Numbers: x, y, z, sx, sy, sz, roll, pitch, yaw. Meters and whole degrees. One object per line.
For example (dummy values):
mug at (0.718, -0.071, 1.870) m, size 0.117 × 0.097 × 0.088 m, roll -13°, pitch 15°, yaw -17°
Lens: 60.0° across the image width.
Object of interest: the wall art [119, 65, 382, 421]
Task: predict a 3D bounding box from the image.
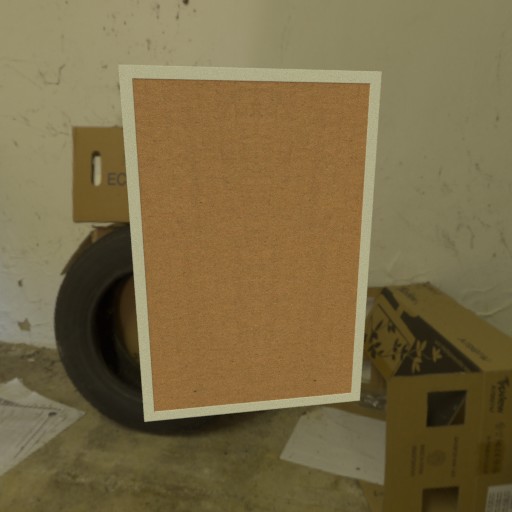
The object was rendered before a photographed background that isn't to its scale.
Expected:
wall art at (0.000, 0.000, 1.228) m, size 0.660 × 0.965 × 0.015 m, roll -2°, pitch 15°, yaw -9°
